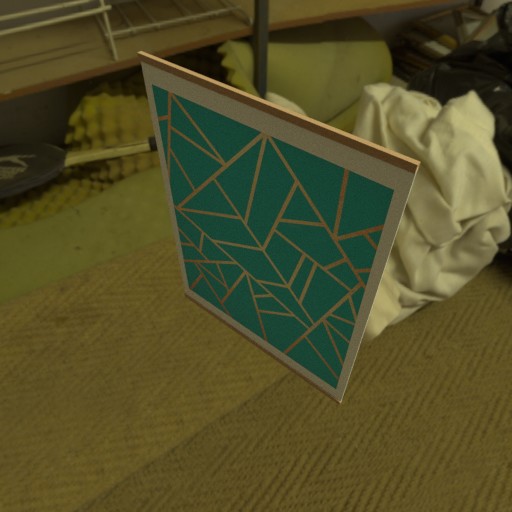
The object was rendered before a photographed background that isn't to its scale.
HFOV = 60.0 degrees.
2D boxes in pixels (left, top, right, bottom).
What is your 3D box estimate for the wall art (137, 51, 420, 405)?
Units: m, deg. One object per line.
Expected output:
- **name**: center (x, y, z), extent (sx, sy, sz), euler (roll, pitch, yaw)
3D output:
- **wall art**: center (0.000, 0.000, 1.339), extent (0.758, 1.016, 0.013), euler (31, 55, 25)
